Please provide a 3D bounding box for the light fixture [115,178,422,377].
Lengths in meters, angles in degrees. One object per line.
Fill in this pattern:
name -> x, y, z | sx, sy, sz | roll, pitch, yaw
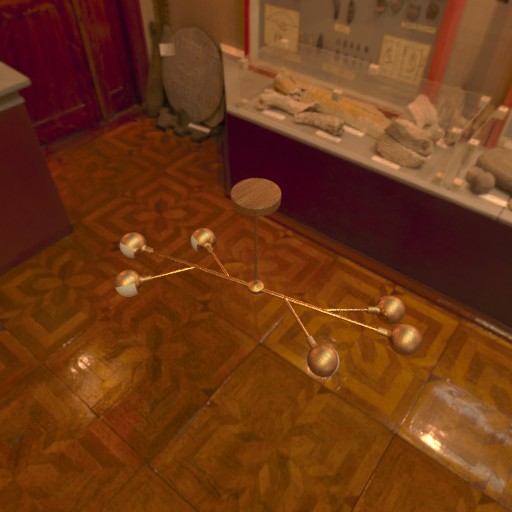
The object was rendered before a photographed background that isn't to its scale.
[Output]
light fixture -> 0.000, 0.000, 1.021 | 0.778, 0.362, 0.434 | 31, 53, 27
